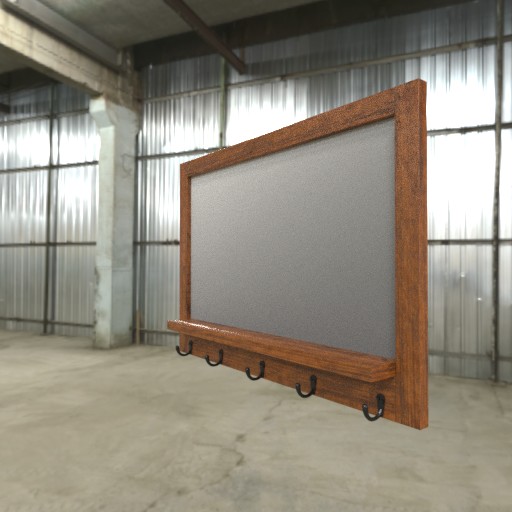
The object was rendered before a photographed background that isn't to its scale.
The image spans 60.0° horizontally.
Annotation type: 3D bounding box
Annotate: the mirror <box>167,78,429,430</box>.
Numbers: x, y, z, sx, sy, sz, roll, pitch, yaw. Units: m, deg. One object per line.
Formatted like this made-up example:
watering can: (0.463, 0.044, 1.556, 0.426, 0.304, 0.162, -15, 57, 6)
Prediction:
mirror: (0.000, 0.000, 0.960, 0.084, 0.537, 0.758, 1, -1, -38)
